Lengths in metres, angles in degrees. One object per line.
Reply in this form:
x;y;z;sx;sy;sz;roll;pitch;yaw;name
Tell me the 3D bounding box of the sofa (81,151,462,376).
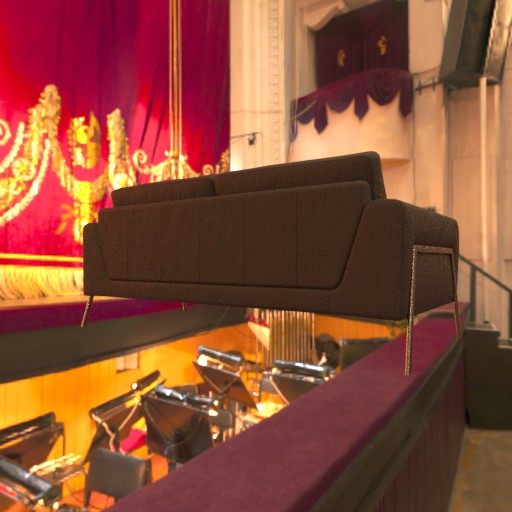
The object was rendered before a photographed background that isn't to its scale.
0.000;0.000;2.558;2.017;0.875;0.953;0;-1;36;sofa
